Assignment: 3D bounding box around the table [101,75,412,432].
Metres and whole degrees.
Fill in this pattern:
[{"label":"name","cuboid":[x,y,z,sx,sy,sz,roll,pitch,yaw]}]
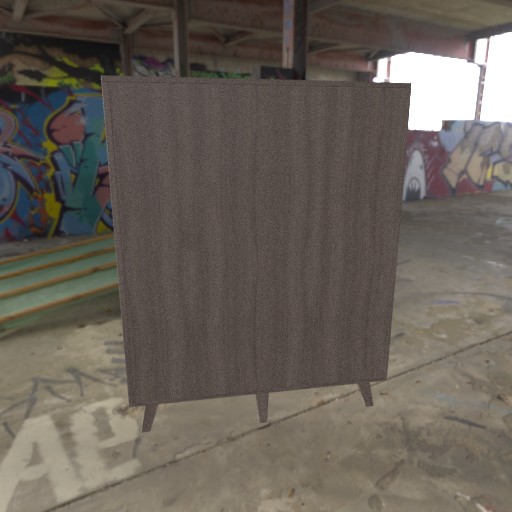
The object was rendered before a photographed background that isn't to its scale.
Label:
[{"label":"table","cuboid":[0.000,0.000,1.921,1.111,1.388,0.398,-3,15,-10]}]
